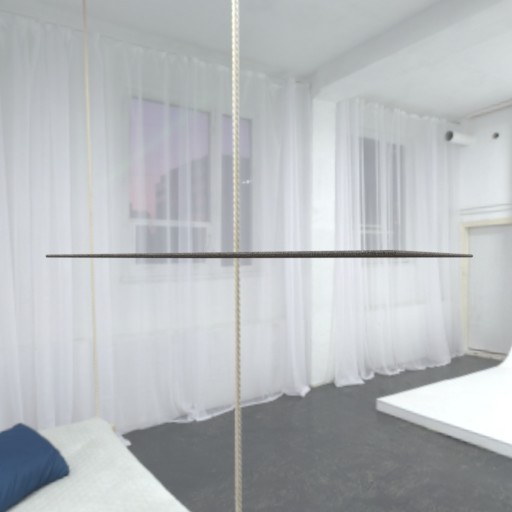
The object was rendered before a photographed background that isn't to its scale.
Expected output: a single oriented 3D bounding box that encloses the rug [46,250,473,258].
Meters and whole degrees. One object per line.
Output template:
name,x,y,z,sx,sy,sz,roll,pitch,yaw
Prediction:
rug,0.000,0.000,2.273,1.829,0.016,1.219,0,-1,35
